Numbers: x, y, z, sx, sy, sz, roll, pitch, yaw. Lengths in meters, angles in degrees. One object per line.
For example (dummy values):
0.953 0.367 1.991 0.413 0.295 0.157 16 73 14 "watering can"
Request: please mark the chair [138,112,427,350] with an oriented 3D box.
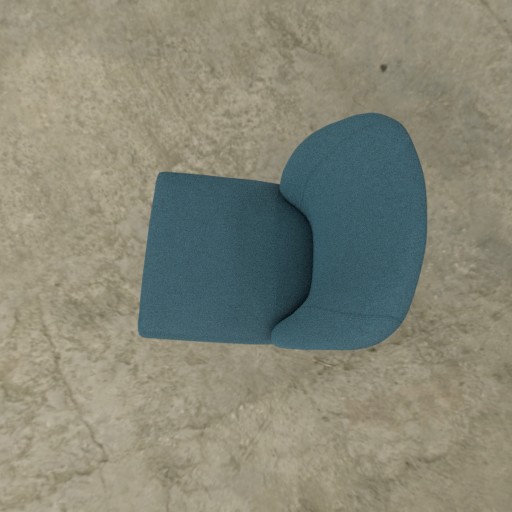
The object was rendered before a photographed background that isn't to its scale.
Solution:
0.000 0.000 1.227 0.620 0.879 0.507 4 76 1 "chair"
